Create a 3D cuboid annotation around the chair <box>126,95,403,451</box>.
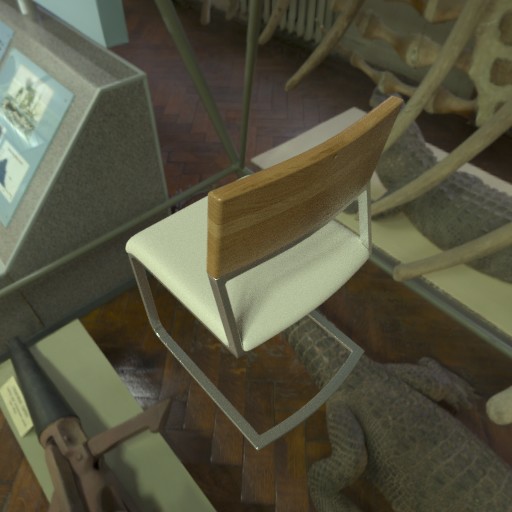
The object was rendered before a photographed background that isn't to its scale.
[{"bbox_3d":[0.000,0.000,1.156,0.467,0.844,0.585,-33,55,-27],"label":"chair"}]
